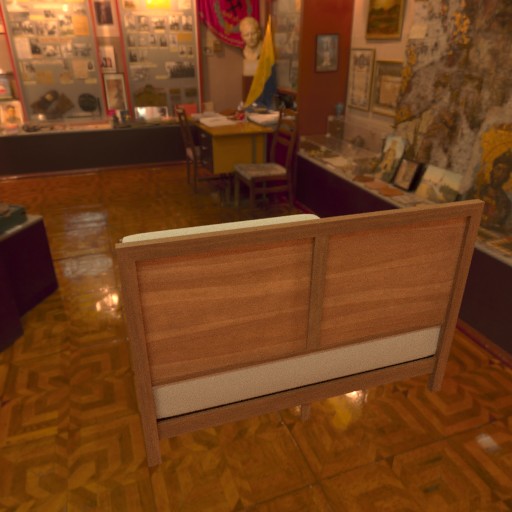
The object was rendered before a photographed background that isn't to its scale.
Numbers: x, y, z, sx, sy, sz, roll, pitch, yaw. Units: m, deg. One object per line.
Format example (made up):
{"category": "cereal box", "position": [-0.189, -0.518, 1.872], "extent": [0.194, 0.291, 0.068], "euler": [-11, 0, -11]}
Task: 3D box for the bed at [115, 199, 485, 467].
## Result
{"category": "bed", "position": [0.000, 0.000, 3.455], "extent": [2.003, 1.387, 2.184], "euler": [-8, 27, -16]}
